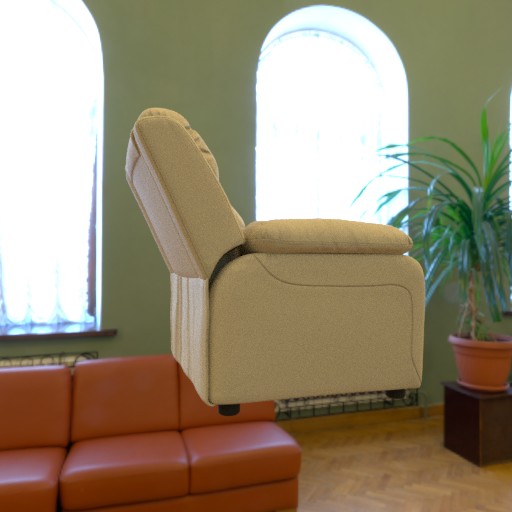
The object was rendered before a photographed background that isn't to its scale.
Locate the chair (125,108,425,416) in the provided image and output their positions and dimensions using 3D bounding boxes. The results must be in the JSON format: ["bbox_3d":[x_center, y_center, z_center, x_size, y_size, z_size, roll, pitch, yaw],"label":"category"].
[{"bbox_3d":[0.000,0.000,1.265,0.709,0.702,0.680,0,-1,-18],"label":"chair"}]
